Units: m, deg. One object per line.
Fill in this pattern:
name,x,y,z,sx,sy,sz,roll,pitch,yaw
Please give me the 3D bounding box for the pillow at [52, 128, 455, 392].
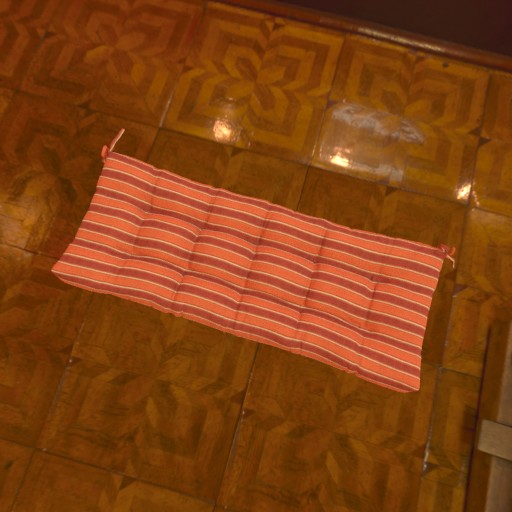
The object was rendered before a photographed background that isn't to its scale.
pillow,0.000,0.000,1.364,1.194,0.174,0.511,17,75,5
